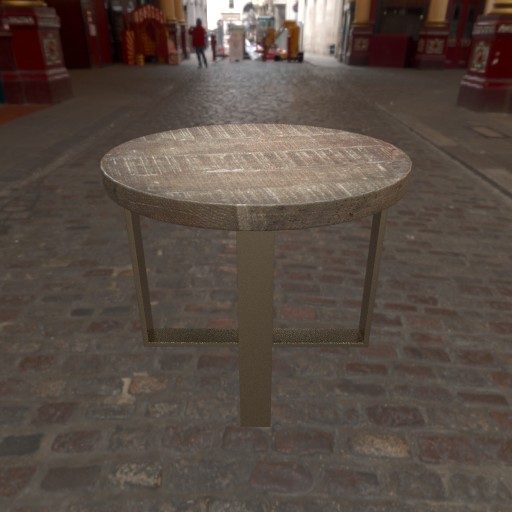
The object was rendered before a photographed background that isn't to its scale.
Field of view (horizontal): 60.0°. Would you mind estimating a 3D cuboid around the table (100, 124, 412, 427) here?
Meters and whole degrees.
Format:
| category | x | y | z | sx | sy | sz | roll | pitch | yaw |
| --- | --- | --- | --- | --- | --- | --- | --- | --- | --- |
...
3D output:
| category | x | y | z | sx | sy | sz | roll | pitch | yaw |
| --- | --- | --- | --- | --- | --- | --- | --- | --- | --- |
| table | 0.000 | 0.000 | 0.930 | 0.557 | 0.437 | 0.557 | 0 | 27 | 0 |
